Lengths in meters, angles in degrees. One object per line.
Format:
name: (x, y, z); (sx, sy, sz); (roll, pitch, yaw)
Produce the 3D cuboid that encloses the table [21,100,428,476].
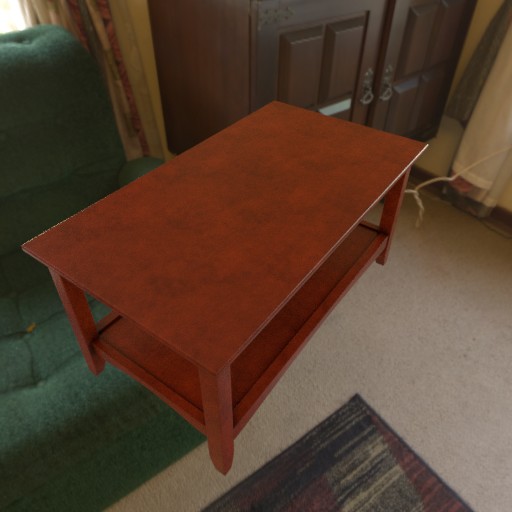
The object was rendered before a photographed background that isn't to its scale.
table: (0.000, 0.000, 1.245); (0.533, 0.456, 0.943); (26, 47, 26)
